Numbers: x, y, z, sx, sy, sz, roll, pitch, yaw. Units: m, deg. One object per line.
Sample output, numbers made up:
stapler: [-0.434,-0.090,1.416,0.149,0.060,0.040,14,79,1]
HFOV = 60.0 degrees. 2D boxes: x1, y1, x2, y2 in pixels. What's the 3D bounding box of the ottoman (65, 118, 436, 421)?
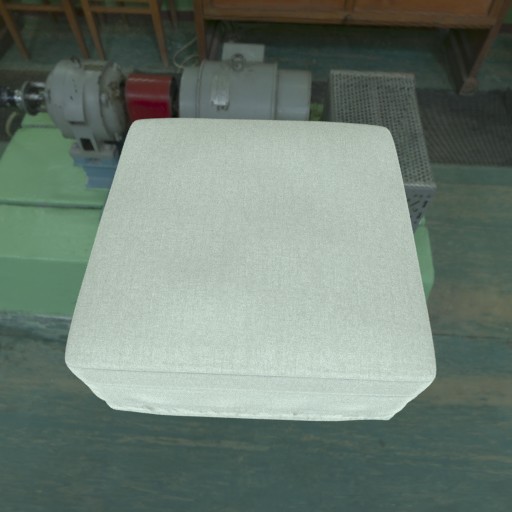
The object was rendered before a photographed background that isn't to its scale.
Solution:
ottoman: [0.000,0.000,1.319,0.843,0.436,0.840,2,57,1]
